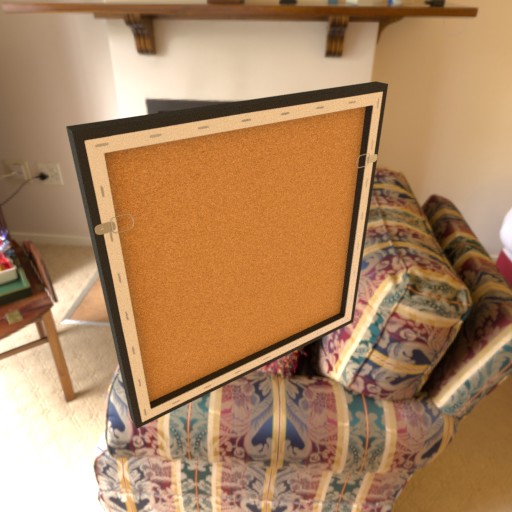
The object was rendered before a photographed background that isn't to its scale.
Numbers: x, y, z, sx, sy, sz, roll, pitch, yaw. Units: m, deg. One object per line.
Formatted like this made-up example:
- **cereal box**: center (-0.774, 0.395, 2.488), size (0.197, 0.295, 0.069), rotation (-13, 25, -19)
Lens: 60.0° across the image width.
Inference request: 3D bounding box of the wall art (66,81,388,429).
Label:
- **wall art**: center (0.000, 0.000, 1.125), size (0.758, 0.758, 0.044), rotation (-19, 36, -28)
